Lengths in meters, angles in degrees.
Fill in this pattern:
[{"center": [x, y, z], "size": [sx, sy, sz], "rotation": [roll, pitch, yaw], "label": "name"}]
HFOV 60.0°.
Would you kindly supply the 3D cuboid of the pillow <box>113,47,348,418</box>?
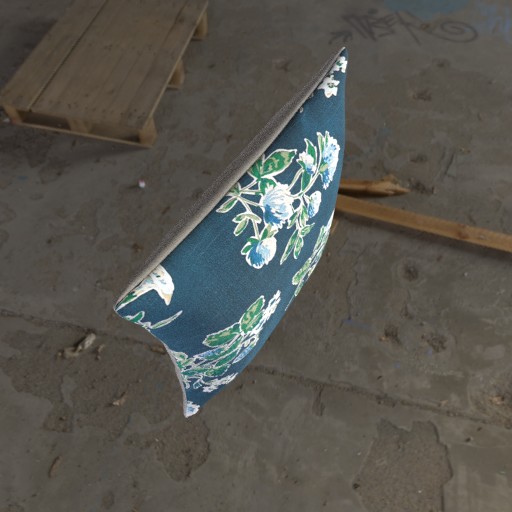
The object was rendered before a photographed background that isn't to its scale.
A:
[{"center": [0.000, 0.000, 0.782], "size": [0.166, 0.508, 0.525], "rotation": [29, 63, 16], "label": "pillow"}]
